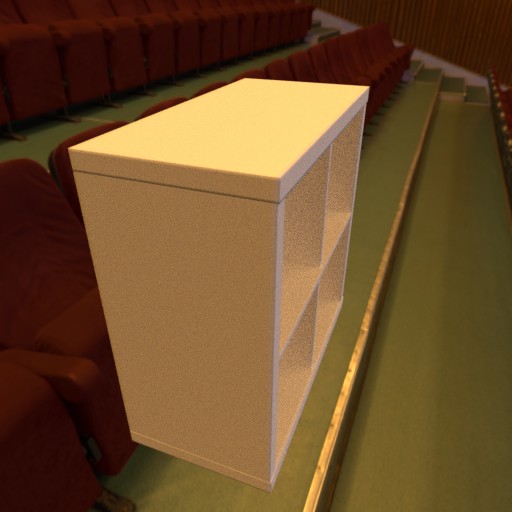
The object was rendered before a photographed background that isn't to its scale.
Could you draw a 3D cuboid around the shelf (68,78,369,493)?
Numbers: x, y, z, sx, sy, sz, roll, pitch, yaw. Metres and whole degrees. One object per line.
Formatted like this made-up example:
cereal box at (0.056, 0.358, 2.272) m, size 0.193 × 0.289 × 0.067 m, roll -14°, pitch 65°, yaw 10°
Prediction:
shelf at (0.000, 0.000, 1.225) m, size 0.390 × 0.786 × 0.790 m, roll 11°, pitch 33°, yaw 19°
